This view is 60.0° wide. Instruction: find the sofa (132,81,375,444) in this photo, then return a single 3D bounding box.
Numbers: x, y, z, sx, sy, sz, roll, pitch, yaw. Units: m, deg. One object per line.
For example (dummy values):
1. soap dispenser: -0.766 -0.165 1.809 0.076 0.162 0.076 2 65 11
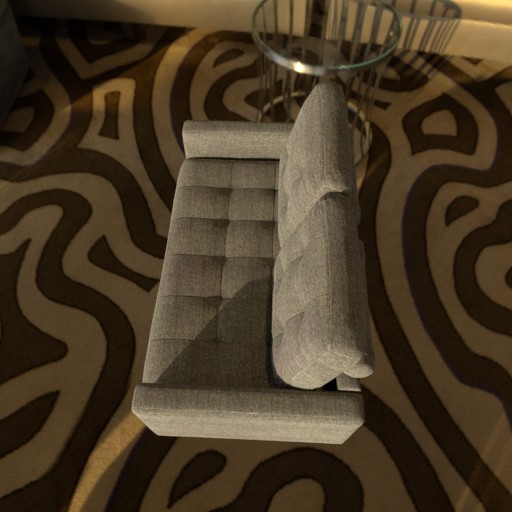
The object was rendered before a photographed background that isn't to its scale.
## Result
1. sofa: 0.000 0.000 1.921 0.842 0.907 1.407 2 59 1
